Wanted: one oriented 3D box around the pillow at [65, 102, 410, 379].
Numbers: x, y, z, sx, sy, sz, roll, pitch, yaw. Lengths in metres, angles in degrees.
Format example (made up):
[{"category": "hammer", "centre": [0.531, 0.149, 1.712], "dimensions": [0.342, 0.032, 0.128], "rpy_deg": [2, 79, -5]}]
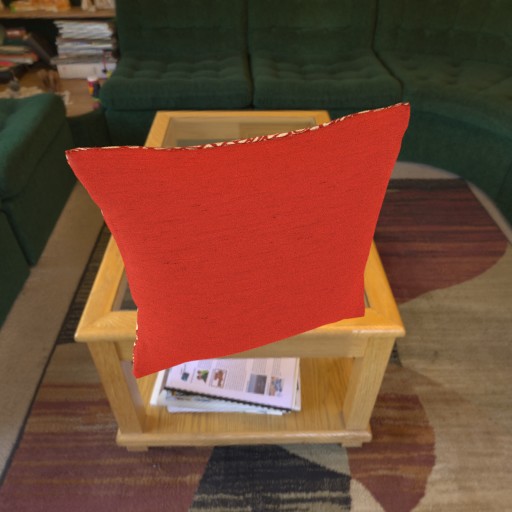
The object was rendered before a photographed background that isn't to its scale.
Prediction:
[{"category": "pillow", "centre": [0.000, 0.000, 0.669], "dimensions": [0.438, 0.419, 0.162], "rpy_deg": [-12, 42, -14]}]
